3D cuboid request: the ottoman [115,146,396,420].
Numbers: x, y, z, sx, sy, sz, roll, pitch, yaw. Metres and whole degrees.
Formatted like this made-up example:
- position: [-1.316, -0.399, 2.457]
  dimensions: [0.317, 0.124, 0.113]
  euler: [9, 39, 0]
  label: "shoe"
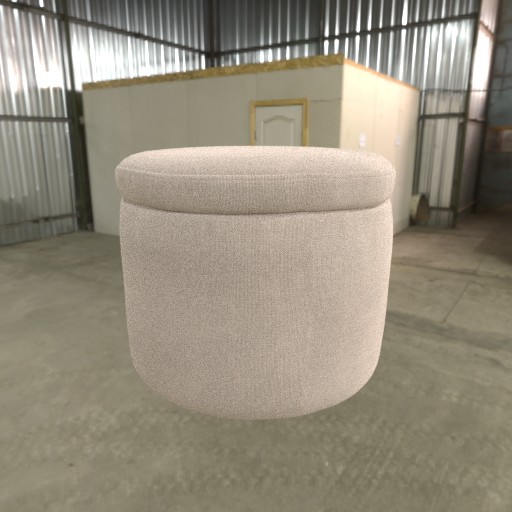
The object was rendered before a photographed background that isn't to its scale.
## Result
- position: [0.000, 0.000, 0.854]
  dimensions: [0.497, 0.409, 0.497]
  euler: [0, 15, 0]
  label: "ottoman"
